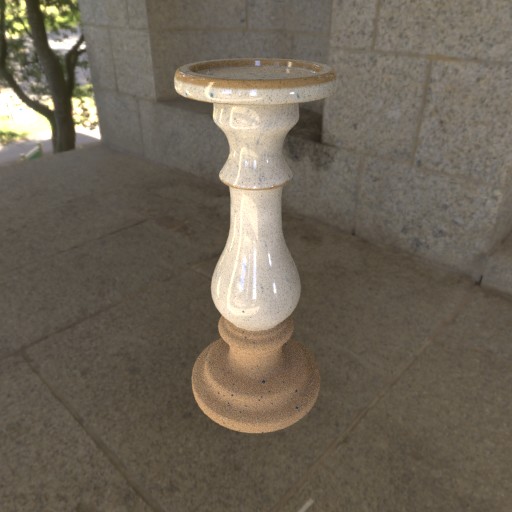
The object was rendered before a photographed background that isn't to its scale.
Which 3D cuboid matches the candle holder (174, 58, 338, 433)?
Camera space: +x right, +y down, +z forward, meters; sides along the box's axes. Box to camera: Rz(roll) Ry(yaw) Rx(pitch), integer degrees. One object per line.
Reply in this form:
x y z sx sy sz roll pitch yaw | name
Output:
0.000 0.000 0.257 0.088 0.203 0.088 0 30 0 | candle holder
